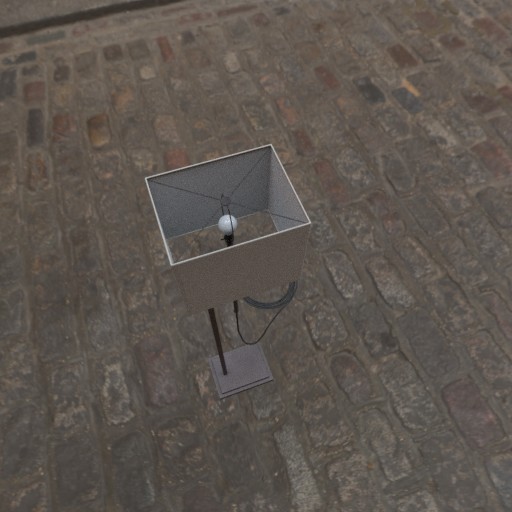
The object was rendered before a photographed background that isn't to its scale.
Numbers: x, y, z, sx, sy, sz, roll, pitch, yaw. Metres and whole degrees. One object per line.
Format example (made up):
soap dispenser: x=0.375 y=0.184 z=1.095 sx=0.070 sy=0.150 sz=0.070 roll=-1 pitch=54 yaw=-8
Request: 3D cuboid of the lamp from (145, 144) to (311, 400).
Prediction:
lamp: x=0.000 y=0.000 z=1.964 sx=0.698 sy=1.600 sz=0.774 roll=-17 pitch=62 yaw=-10
